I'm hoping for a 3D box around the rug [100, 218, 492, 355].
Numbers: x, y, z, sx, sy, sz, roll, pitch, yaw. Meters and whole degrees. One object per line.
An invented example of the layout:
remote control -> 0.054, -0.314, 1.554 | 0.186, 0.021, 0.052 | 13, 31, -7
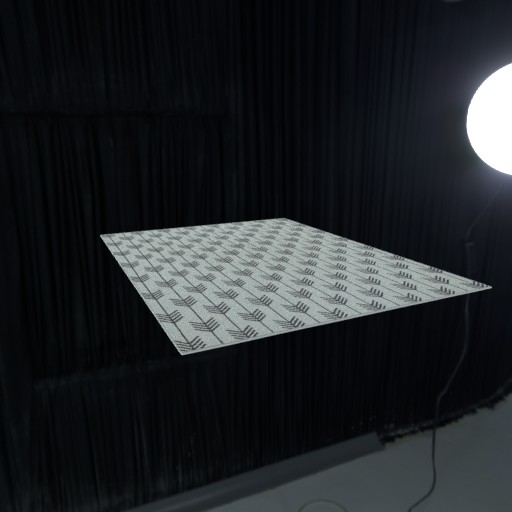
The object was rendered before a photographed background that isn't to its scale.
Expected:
rug -> 0.000, 0.000, 4.049 | 2.330, 0.010, 3.061 | -7, 17, -25
